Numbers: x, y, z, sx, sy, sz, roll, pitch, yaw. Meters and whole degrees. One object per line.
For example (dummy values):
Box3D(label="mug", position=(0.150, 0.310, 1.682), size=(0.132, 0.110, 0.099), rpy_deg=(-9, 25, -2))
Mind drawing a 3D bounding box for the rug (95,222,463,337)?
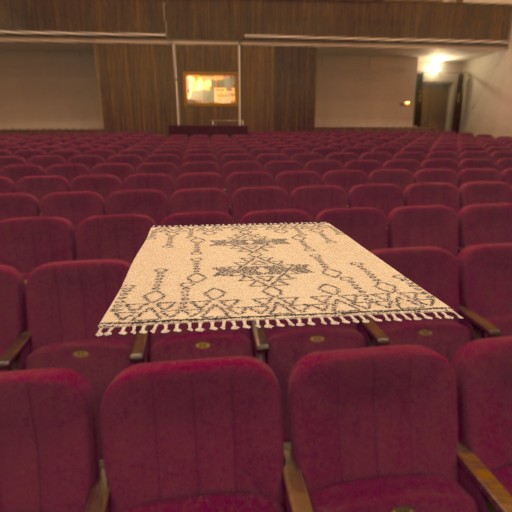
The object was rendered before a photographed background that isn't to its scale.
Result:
Box3D(label="rug", position=(0.000, 0.000, 3.942), size=(2.125, 0.028, 3.027), rpy_deg=(-2, 15, -7))
